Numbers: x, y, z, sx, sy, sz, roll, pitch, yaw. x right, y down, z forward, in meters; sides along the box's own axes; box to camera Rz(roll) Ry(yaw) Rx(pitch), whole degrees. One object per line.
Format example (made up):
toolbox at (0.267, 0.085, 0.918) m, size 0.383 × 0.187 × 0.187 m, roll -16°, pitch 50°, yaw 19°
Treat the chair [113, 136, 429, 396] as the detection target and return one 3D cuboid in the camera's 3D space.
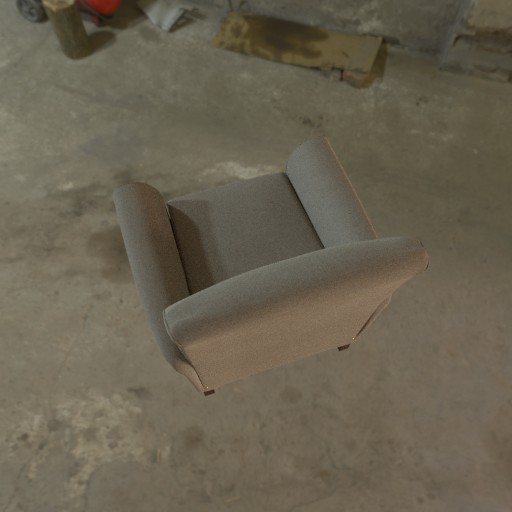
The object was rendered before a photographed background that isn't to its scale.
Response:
chair at (0.000, 0.000, 1.780) m, size 0.978 × 1.061 × 0.905 m, roll -16°, pitch 61°, yaw -9°
